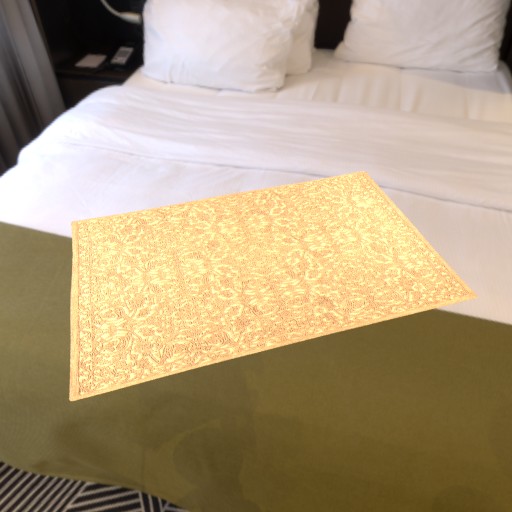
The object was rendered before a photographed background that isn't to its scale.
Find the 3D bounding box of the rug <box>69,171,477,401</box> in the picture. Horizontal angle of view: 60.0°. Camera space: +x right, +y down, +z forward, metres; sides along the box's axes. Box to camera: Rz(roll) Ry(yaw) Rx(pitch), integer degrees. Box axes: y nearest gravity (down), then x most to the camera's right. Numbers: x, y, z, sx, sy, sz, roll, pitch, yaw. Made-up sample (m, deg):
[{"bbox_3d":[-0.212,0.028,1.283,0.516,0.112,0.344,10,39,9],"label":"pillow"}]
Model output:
[{"bbox_3d":[0.000,0.000,3.037,2.435,0.012,1.529,-12,44,-12],"label":"rug"}]
